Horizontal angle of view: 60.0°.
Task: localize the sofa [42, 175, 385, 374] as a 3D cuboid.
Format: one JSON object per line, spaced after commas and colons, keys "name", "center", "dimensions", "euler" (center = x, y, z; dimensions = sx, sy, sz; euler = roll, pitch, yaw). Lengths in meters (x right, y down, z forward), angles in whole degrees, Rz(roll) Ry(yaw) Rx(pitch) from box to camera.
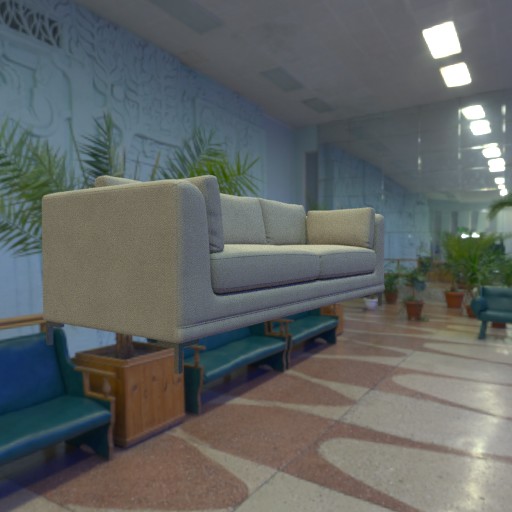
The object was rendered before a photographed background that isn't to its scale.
{"name": "sofa", "center": [0.000, 0.000, 2.954], "dimensions": [0.969, 0.867, 2.415], "euler": [1, 2, 34]}
